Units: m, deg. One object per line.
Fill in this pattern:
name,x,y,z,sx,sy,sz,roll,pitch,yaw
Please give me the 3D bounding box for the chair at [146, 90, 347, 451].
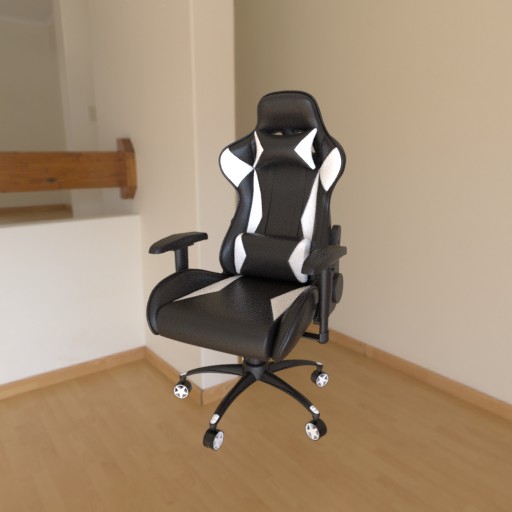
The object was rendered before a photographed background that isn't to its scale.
chair,0.000,0.000,1.740,0.730,1.285,0.695,7,15,27
